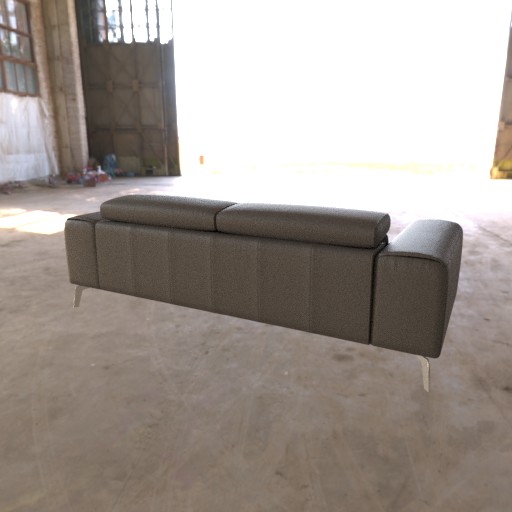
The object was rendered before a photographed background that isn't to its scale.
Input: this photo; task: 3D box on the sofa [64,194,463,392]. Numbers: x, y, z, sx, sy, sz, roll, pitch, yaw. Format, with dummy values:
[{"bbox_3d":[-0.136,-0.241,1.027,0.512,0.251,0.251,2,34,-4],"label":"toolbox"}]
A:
[{"bbox_3d":[0.000,0.000,2.815,2.321,0.759,1.023,7,16,27],"label":"sofa"}]
